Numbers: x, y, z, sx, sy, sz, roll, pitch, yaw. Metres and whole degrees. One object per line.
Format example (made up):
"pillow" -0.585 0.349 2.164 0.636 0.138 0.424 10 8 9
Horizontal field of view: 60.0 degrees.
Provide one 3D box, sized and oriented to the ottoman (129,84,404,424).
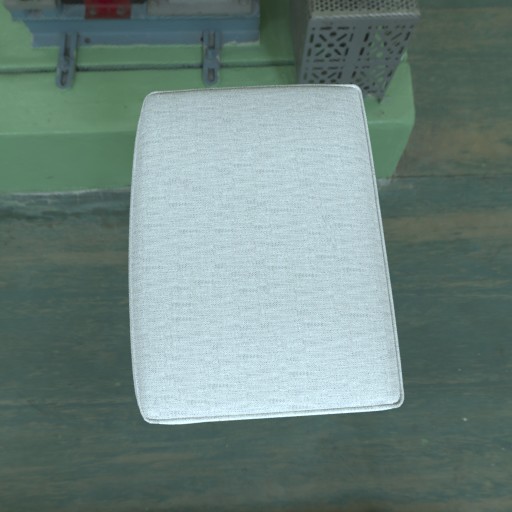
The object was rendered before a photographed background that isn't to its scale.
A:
"ottoman" 0.000 0.000 1.172 0.594 0.465 0.794 -3 75 -1
